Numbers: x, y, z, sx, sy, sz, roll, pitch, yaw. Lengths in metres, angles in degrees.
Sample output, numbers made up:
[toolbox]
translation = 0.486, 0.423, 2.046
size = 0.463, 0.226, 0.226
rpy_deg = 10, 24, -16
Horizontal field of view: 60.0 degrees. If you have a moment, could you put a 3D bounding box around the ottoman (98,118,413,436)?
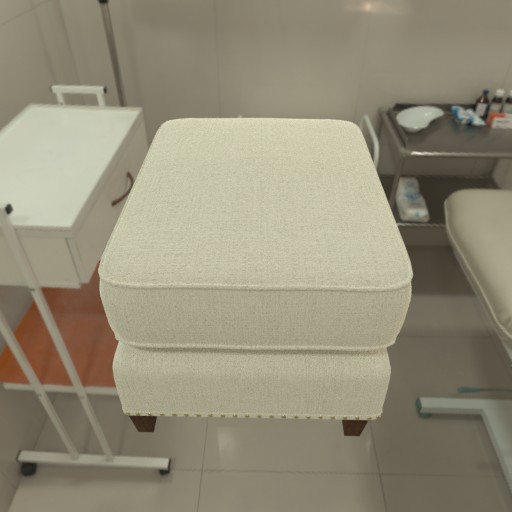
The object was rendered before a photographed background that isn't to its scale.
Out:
[ottoman]
translation = 0.000, 0.000, 1.152
size = 0.589, 0.537, 0.738
rpy_deg = 1, 40, 1
